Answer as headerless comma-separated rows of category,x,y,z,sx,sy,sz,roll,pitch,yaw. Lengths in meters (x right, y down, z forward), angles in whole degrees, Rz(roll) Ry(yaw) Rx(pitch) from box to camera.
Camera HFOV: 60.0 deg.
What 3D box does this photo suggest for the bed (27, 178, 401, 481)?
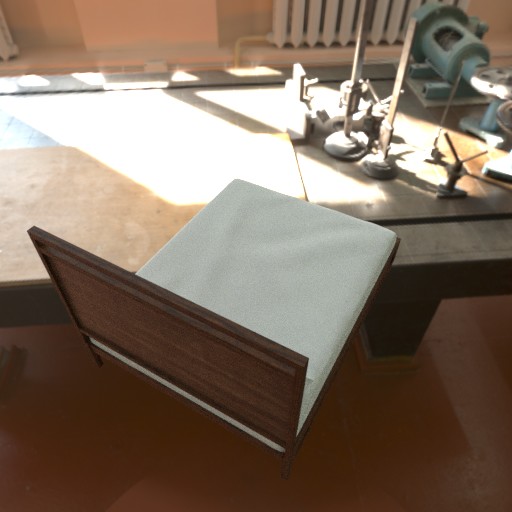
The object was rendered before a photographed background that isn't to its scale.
bed,0.000,0.000,3.439,1.765,1.487,2.218,22,50,20
